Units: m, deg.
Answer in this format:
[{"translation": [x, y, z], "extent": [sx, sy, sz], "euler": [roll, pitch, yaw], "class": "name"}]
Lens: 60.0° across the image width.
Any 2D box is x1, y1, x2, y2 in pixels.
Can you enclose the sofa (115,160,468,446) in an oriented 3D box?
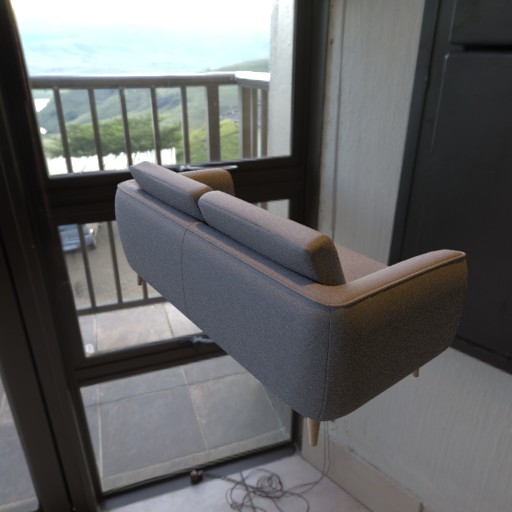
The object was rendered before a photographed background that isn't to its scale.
[{"translation": [0.000, 0.000, 2.506], "extent": [0.920, 0.870, 2.000], "euler": [-18, 30, -33], "class": "sofa"}]
